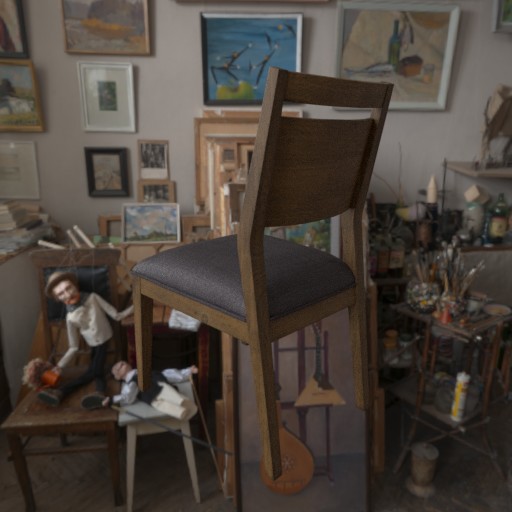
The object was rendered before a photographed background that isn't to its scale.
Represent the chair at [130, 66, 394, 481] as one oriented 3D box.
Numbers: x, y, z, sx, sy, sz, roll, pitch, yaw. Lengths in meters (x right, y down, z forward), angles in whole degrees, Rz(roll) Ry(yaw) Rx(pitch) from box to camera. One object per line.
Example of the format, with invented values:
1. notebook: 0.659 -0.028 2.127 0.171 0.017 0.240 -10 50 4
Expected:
1. chair: 0.000 0.000 1.287 0.501 0.939 0.610 -15 22 -42
